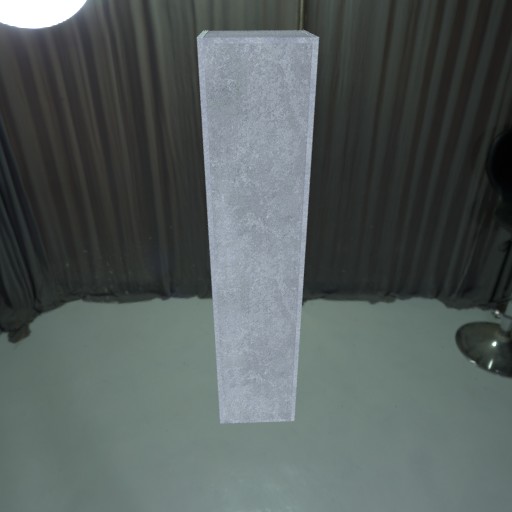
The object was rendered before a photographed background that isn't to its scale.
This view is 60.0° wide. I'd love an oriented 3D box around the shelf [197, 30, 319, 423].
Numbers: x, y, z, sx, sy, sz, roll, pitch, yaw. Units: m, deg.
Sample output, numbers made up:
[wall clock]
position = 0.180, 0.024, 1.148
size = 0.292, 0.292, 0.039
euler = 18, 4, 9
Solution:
[shelf]
position = 0.000, 0.000, 1.557
size = 0.300, 1.400, 0.270
euler = -1, 30, -2
